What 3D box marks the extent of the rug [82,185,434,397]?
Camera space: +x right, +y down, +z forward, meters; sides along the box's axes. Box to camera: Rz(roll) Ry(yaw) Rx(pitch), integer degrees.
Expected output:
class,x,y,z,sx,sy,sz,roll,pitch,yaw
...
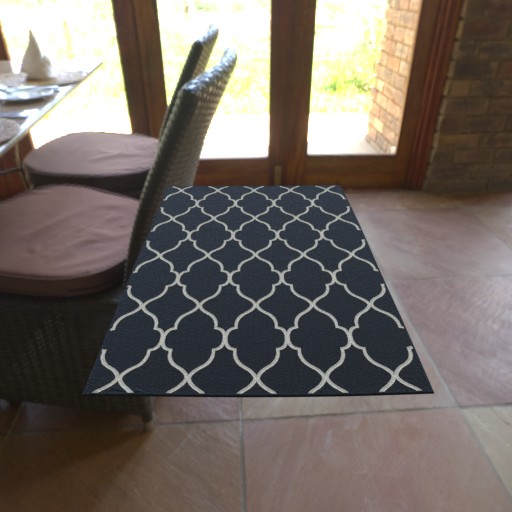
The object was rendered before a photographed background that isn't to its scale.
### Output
class,x,y,z,sx,sy,sz,roll,pitch,yaw
rug,0.000,0.000,2.869,1.526,0.014,2.290,0,32,-1
